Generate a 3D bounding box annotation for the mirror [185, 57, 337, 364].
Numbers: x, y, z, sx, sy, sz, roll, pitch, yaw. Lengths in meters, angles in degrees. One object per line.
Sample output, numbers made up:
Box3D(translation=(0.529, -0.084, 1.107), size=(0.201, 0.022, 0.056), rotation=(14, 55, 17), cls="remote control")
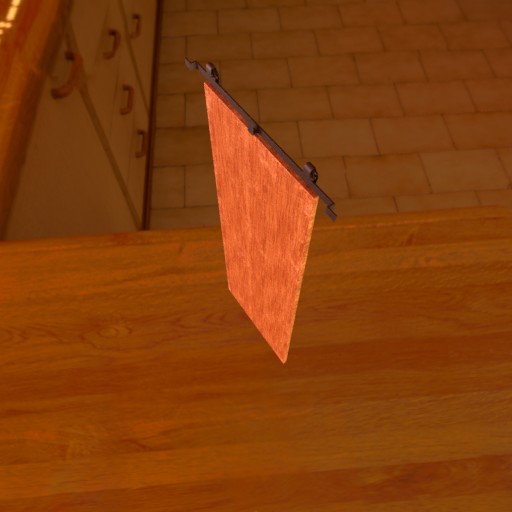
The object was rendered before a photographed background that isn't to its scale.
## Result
Box3D(translation=(0.000, 0.000, 2.152), size=(0.042, 1.793, 0.847), rotation=(-31, 64, -17), cls="mirror")
